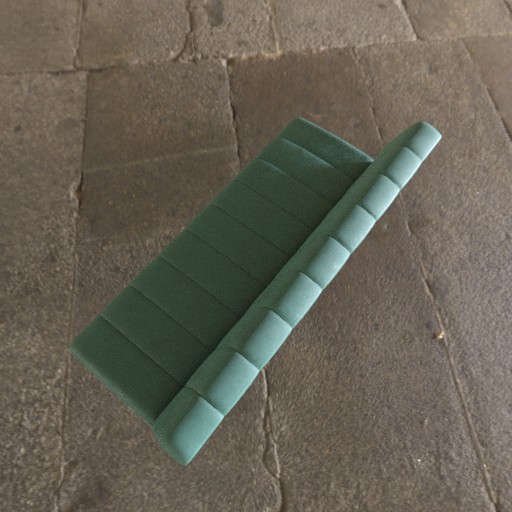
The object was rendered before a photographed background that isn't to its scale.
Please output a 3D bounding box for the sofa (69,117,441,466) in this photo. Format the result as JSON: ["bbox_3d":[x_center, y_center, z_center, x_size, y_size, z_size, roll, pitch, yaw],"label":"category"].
[{"bbox_3d":[0.000,0.000,2.217,0.830,0.820,1.810,35,69,16],"label":"sofa"}]
